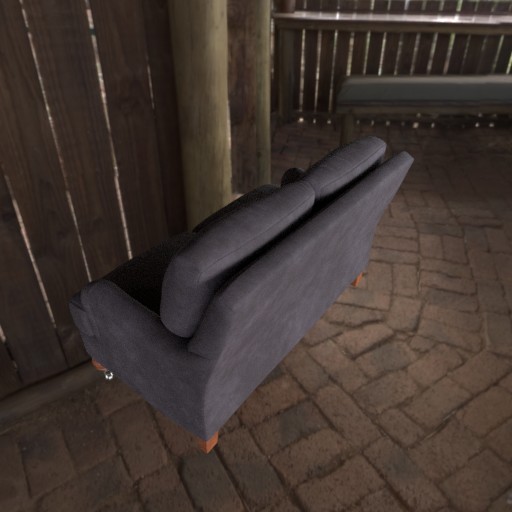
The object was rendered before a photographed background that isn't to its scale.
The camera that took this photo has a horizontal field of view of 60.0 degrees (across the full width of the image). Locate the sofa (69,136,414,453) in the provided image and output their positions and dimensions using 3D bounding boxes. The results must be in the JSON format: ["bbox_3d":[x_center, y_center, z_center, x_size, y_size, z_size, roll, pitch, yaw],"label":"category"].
[{"bbox_3d":[0.000,0.000,2.558,1.084,1.101,1.853,21,38,29],"label":"sofa"}]
